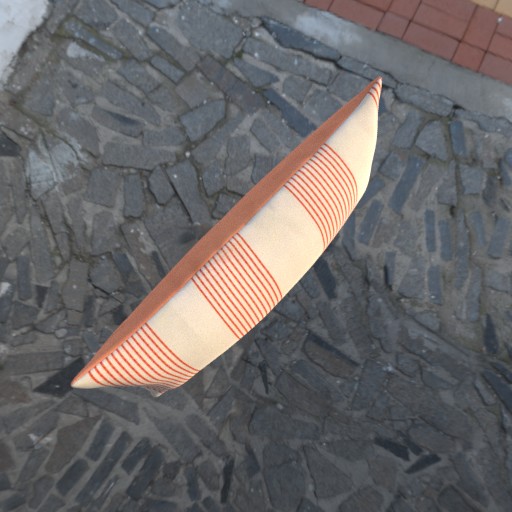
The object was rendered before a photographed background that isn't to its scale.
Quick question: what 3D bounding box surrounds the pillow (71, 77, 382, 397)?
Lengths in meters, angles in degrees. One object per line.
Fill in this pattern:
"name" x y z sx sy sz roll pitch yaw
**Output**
"pillow" 0.000 0.000 0.738 0.156 0.292 0.608 43 80 9
